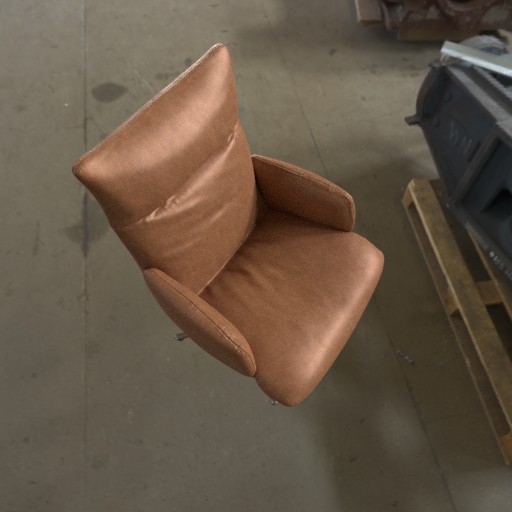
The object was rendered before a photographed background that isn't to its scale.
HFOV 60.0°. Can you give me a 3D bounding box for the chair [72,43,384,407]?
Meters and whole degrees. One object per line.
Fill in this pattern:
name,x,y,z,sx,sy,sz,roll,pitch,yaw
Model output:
chair,0.000,0.000,1.520,0.794,1.027,0.711,30,63,17
